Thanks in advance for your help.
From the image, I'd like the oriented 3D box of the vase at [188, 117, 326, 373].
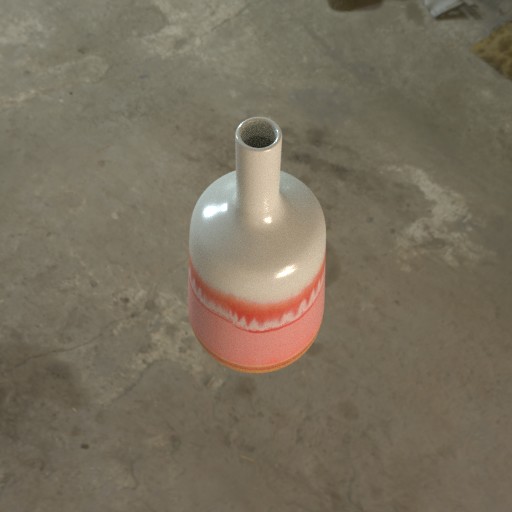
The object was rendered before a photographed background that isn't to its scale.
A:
[{"bbox_3d":[0.000,0.000,0.379,0.144,0.296,0.144,0,62,0],"label":"vase"}]
